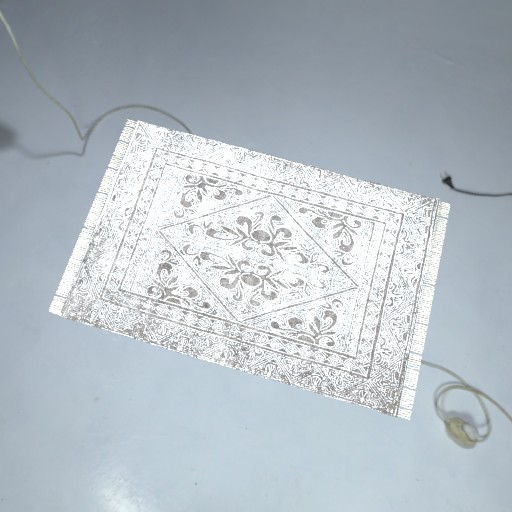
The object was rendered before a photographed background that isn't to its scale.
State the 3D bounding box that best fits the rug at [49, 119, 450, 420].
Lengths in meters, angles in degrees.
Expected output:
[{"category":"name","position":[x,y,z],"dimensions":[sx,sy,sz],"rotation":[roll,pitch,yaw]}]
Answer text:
[{"category":"rug","position":[0.000,0.000,3.048],"dimensions":[2.440,0.010,1.529],"rotation":[16,76,4]}]
